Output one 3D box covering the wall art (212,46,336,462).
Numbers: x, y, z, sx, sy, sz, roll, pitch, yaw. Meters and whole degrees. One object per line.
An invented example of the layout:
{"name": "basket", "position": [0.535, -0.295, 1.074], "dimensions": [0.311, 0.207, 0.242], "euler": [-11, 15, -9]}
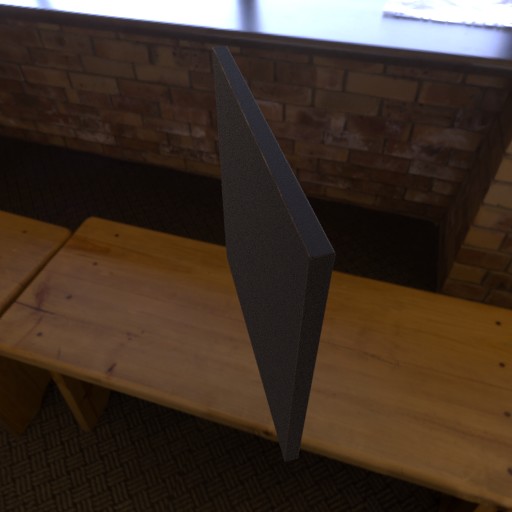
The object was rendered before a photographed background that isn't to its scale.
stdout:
{"name": "wall art", "position": [0.000, 0.000, 0.453], "dimensions": [0.015, 0.303, 0.304], "euler": [-10, 47, -10]}
